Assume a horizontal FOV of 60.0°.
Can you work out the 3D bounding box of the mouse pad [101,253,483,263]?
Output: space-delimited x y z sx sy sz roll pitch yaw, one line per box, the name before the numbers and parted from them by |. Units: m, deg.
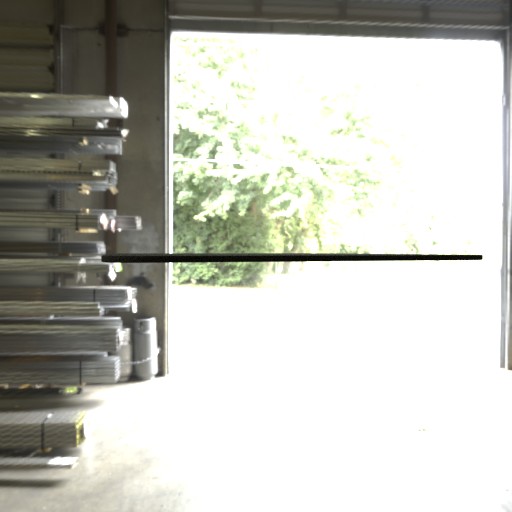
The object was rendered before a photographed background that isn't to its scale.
mouse pad | 0.000 0.000 0.318 0.203 0.003 0.229 0 1 -17
